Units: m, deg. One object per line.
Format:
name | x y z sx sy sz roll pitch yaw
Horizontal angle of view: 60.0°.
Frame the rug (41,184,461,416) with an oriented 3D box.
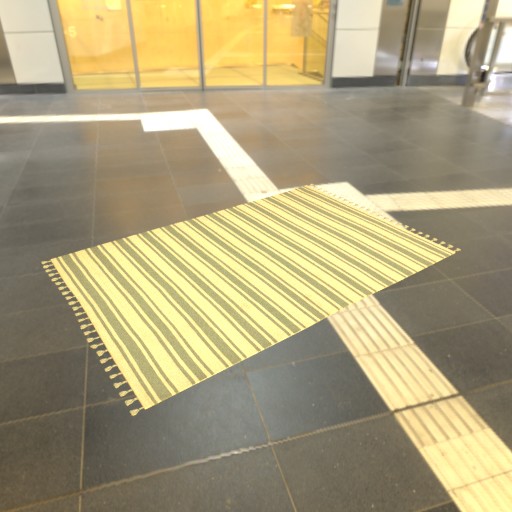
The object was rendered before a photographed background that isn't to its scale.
rug | 0.000 0.000 3.003 2.410 0.011 1.539 -20 36 -30
